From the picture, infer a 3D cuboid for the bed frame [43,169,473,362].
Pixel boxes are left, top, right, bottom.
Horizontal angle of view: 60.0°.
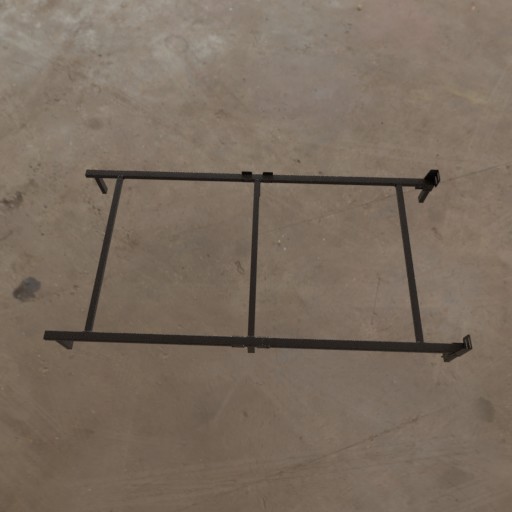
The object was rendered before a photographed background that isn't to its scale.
[{"bbox_3d":[0.000,0.000,2.249,1.897,0.248,0.968,2,63,1],"label":"bed frame"}]
